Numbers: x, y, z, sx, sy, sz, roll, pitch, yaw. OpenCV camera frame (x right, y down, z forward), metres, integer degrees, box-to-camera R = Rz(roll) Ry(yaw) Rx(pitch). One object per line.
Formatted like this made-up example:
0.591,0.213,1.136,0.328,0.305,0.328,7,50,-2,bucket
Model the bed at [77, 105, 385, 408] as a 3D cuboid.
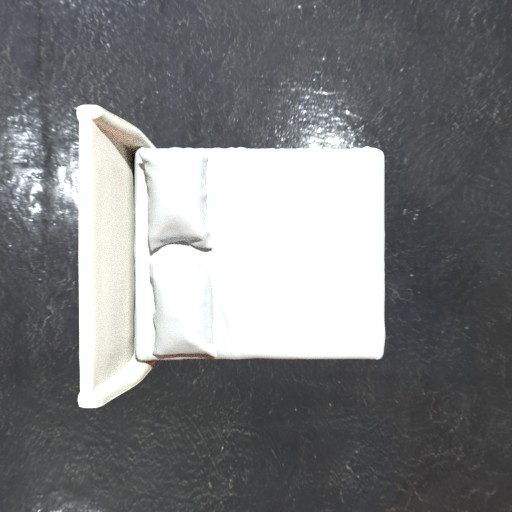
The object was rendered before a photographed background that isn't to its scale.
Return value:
0.000,0.000,3.434,2.276,1.332,1.925,0,91,-1,bed
